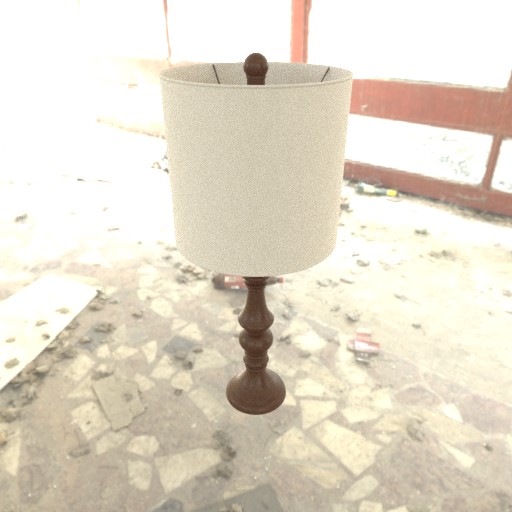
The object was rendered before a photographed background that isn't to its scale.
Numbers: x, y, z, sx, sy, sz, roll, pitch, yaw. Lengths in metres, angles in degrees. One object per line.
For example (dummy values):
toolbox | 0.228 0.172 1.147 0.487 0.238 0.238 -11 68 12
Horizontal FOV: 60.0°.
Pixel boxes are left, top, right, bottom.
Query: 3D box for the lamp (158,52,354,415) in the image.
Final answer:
lamp | 0.000 0.000 0.712 0.250 0.597 0.250 -17 33 -27
